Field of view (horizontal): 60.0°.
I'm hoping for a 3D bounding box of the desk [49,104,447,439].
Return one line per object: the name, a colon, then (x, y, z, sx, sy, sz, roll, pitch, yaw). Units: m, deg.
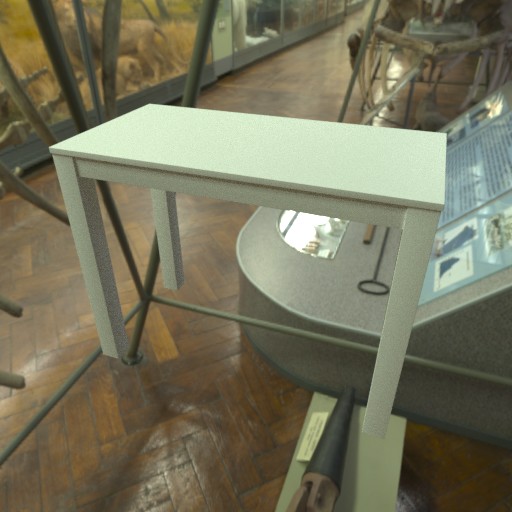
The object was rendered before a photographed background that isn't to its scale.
desk: (0.000, 0.000, 1.433, 0.990, 0.762, 0.497, 11, 34, 17)
